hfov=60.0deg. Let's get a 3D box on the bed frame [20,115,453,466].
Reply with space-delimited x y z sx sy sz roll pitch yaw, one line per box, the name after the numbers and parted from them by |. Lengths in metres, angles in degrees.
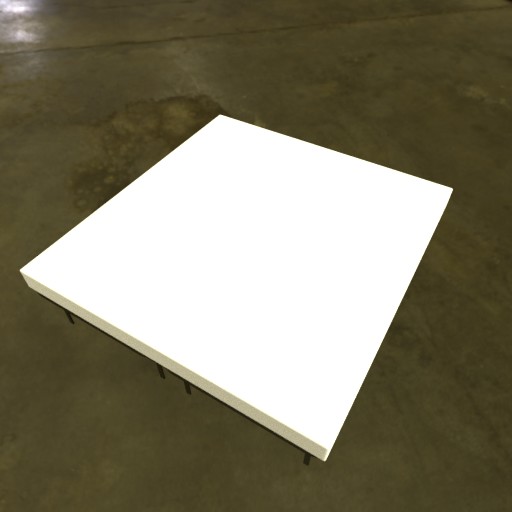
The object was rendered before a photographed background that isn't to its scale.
0.000 0.000 2.984 1.930 0.559 2.032 24 51 21 | bed frame
